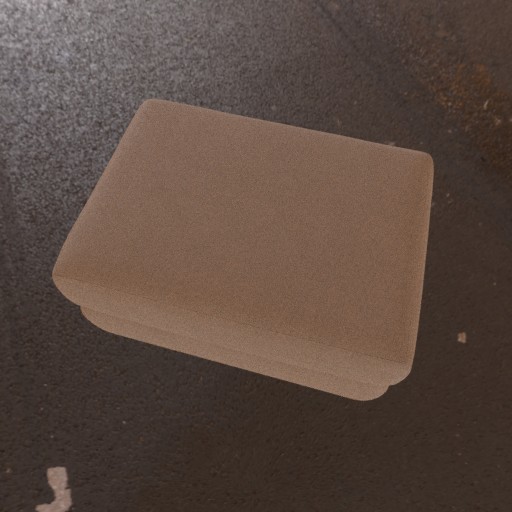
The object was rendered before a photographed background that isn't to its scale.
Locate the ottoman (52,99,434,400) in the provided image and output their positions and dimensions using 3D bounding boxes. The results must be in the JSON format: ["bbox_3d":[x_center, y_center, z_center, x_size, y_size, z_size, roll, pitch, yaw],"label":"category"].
[{"bbox_3d":[0.000,0.000,1.169,0.773,0.504,0.569,13,63,7],"label":"ottoman"}]
